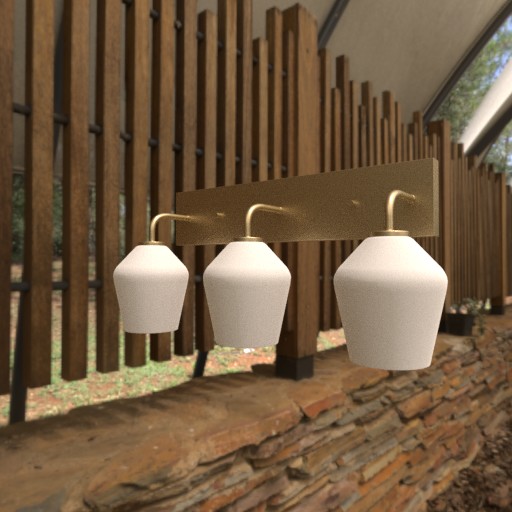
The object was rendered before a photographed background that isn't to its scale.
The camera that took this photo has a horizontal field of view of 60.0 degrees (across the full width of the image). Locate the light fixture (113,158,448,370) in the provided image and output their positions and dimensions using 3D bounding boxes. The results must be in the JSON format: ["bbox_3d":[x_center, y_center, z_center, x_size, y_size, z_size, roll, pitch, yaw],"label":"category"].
[{"bbox_3d":[0.000,0.000,0.738,0.609,0.280,0.190,-1,-1,37],"label":"light fixture"}]
